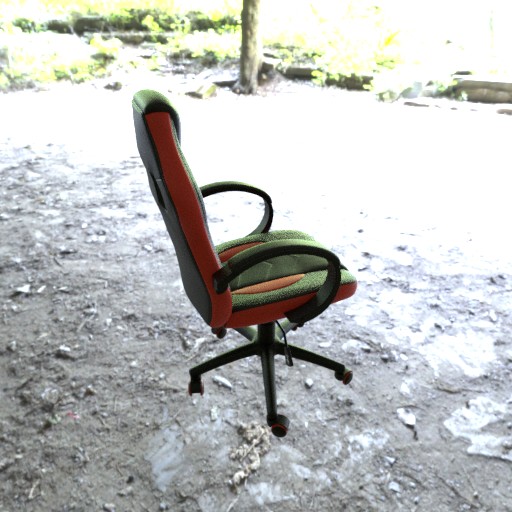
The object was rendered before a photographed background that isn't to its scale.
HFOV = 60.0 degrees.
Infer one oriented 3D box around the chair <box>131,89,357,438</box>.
[{"bbox_3d":[0.000,0.000,1.411,0.642,1.016,0.600,-10,30,-18],"label":"chair"}]
